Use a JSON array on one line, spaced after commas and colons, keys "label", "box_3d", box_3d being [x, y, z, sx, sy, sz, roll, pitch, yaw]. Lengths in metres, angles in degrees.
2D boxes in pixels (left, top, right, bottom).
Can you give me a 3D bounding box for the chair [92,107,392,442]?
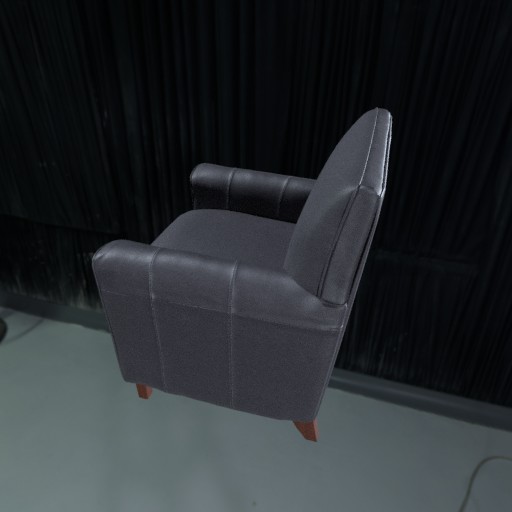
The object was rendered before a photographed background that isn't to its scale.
[{"label": "chair", "box_3d": [0.000, 0.000, 1.634, 0.825, 0.943, 0.870, 8, 32, 14]}]
